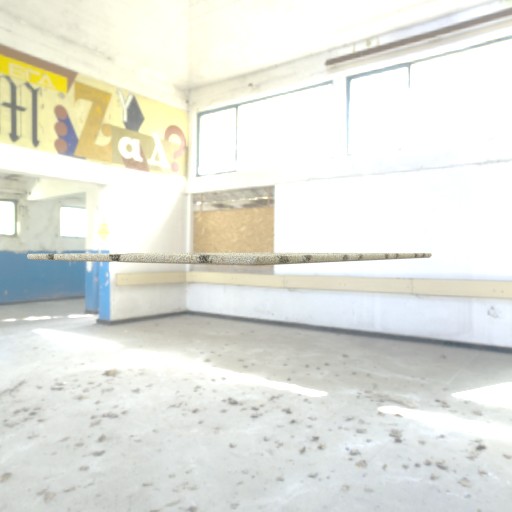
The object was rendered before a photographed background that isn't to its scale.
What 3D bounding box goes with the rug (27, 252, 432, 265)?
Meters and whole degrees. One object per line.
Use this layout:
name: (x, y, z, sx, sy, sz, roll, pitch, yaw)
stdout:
rug: (0.000, 0.000, 2.123, 1.200, 0.025, 1.600, 1, 1, 37)
